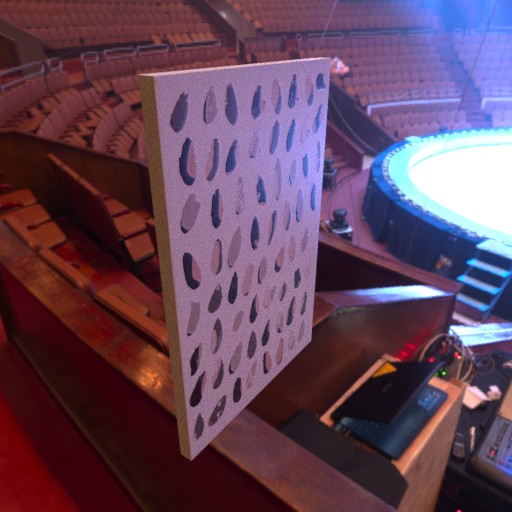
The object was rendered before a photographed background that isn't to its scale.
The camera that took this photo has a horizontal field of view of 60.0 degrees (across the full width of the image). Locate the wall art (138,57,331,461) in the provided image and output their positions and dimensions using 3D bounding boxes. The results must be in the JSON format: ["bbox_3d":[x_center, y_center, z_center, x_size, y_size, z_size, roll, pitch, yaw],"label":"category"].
[{"bbox_3d":[0.000,0.000,1.151,0.037,0.916,0.610,19,32,32],"label":"wall art"}]
